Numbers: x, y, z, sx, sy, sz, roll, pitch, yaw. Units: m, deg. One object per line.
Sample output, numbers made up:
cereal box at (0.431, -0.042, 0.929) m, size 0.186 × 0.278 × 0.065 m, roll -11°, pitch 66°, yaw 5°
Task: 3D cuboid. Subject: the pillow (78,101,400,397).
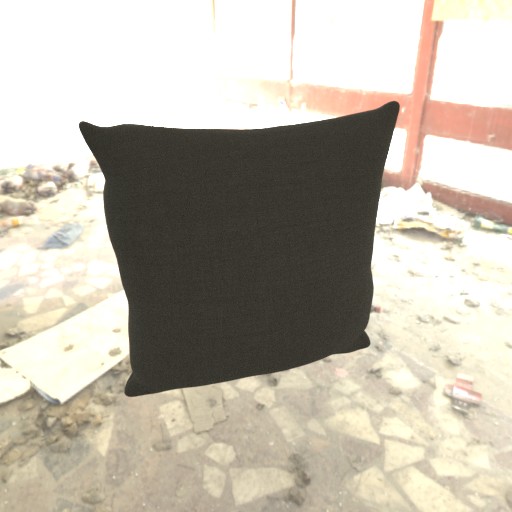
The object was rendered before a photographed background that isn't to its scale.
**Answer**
pillow at (0.000, 0.000, 0.768) m, size 0.503 × 0.496 × 0.208 m, roll -8°, pitch 28°, yaw -15°
